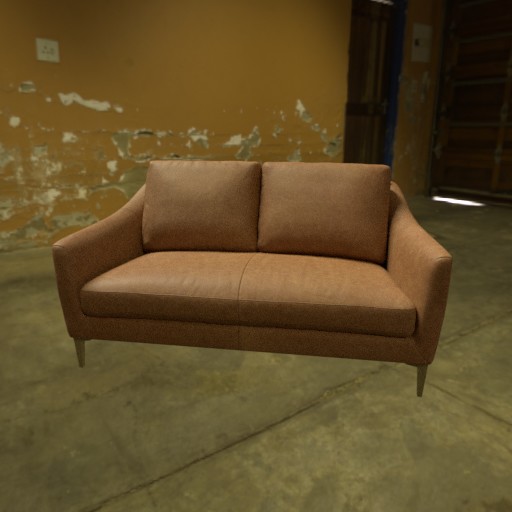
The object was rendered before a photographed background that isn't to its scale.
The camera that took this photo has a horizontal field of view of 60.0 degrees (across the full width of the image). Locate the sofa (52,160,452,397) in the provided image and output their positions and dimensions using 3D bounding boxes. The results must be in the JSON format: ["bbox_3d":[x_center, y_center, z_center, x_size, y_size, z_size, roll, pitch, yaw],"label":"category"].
[{"bbox_3d":[0.000,0.000,2.219,1.619,0.902,0.960,2,15,9],"label":"sofa"}]
